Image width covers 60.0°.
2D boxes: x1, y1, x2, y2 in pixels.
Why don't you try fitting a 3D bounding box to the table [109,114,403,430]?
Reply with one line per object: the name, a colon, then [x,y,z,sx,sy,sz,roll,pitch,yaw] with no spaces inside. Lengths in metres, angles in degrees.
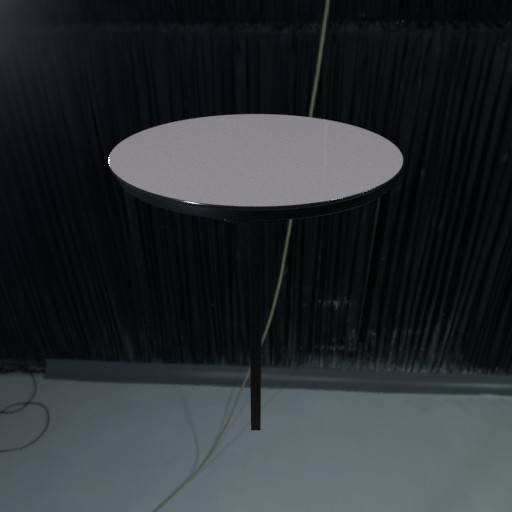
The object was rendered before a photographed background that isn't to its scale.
table: [0.000,0.000,0.892,0.499,0.443,0.499,0,31,0]
